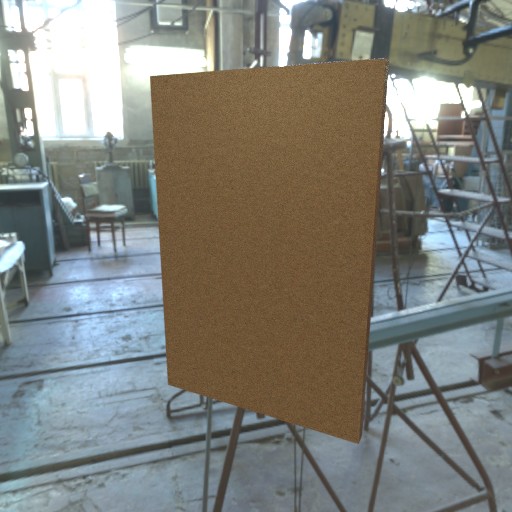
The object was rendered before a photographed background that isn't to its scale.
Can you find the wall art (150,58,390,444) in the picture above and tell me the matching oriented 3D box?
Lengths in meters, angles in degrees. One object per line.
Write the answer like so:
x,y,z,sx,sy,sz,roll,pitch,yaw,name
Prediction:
0.000,0.000,1.166,0.610,0.914,0.037,8,17,26,wall art
